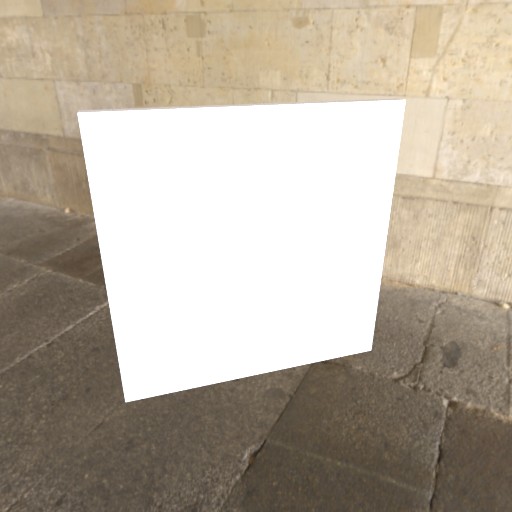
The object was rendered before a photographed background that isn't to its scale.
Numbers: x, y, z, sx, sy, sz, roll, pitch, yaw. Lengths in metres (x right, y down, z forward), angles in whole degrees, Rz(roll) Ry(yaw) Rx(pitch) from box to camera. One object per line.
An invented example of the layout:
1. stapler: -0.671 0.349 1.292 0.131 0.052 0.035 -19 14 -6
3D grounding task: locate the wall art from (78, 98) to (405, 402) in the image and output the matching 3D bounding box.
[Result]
1. wall art: 0.000 0.000 0.860 0.559 0.559 0.028 -8 27 -16
